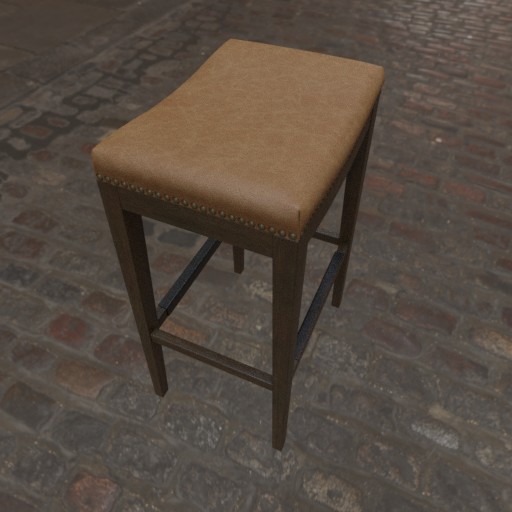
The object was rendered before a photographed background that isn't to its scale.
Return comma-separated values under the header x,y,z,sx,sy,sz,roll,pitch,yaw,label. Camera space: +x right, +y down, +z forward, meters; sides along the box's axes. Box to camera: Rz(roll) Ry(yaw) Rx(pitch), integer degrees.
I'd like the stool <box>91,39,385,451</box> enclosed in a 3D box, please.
x,y,z,sx,sy,sz,roll,pitch,yaw,label
0.000,0.000,1.012,0.361,0.759,0.500,18,49,16,stool
